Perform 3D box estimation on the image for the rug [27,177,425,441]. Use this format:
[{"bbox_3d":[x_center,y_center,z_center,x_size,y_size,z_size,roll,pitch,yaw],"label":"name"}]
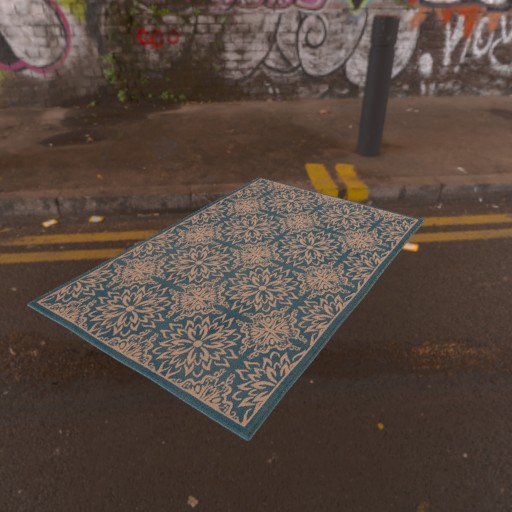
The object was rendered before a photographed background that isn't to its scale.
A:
[{"bbox_3d":[0.000,0.000,2.318,1.211,0.012,1.833,20,37,29],"label":"rug"}]
